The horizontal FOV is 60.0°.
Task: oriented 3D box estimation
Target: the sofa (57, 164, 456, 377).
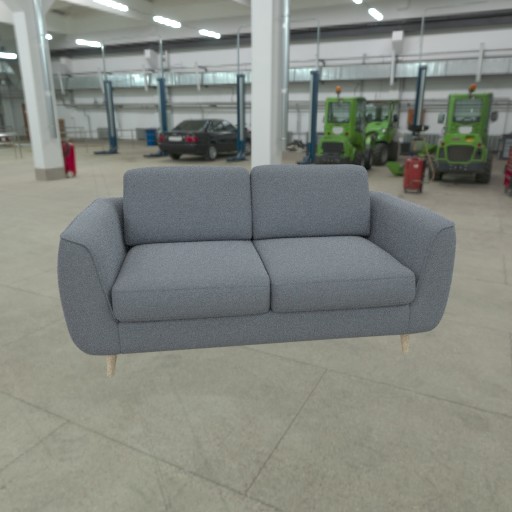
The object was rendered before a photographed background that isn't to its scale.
[{"bbox_3d":[0.000,0.000,2.234,1.700,0.850,0.920,-3,18,-8],"label":"sofa"}]
